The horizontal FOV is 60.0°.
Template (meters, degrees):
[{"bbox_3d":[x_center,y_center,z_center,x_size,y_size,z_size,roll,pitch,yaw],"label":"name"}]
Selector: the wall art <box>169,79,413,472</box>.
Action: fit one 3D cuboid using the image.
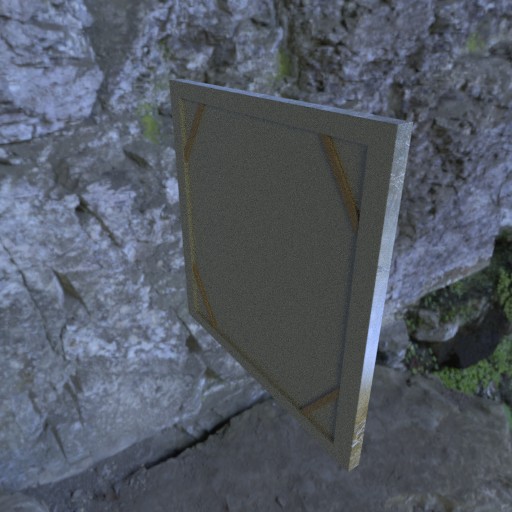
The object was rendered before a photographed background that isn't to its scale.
[{"bbox_3d":[0.000,0.000,1.583,0.051,1.091,1.092,-18,32,-31],"label":"wall art"}]
